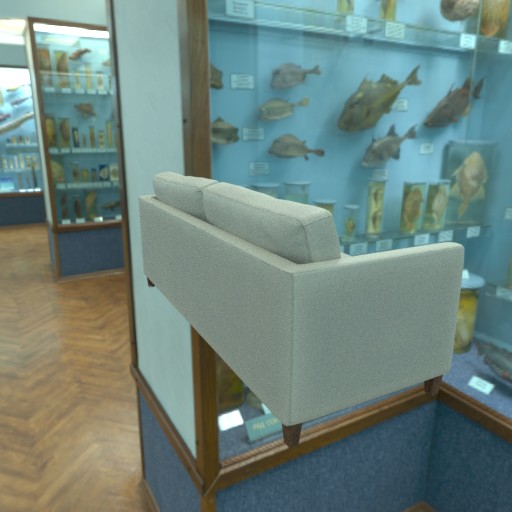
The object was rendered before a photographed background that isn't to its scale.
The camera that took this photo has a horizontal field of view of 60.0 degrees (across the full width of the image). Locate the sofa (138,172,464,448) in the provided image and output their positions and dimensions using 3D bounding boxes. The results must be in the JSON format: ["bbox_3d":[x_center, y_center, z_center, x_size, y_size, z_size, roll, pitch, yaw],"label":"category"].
[{"bbox_3d":[0.000,0.000,2.834,0.951,0.968,2.361,-8,17,-26],"label":"sofa"}]
